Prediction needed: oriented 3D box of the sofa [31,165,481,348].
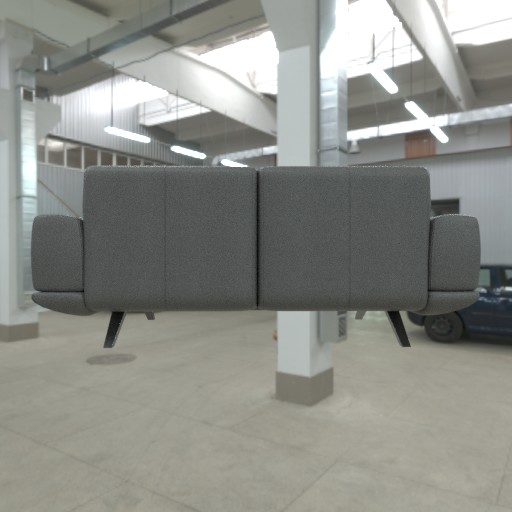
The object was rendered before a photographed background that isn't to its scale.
[{"bbox_3d":[0.000,0.000,2.288,1.901,0.772,0.900,0,0,-1],"label":"sofa"}]
